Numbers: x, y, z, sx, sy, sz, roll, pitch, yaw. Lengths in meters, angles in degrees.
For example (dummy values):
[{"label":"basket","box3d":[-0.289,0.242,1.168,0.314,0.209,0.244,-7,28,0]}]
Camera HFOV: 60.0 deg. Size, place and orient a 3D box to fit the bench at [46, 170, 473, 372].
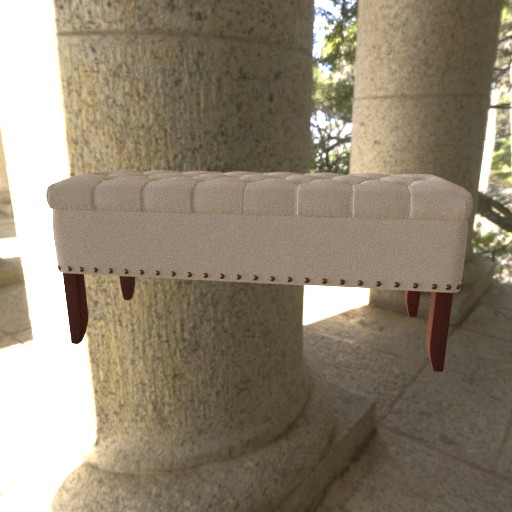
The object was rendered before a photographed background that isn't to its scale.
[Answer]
[{"label":"bench","box3d":[0.000,0.000,1.297,1.054,0.470,0.400,2,16,8]}]
